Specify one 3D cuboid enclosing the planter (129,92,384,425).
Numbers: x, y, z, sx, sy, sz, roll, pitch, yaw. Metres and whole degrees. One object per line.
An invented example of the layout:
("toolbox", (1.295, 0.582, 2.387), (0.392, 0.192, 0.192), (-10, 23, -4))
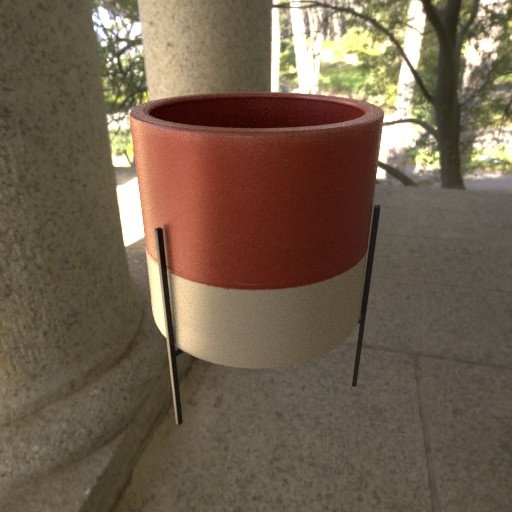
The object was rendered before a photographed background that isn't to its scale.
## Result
("planter", (0.000, 0.000, 0.719), (0.345, 0.465, 0.354), (-7, 28, -14))
